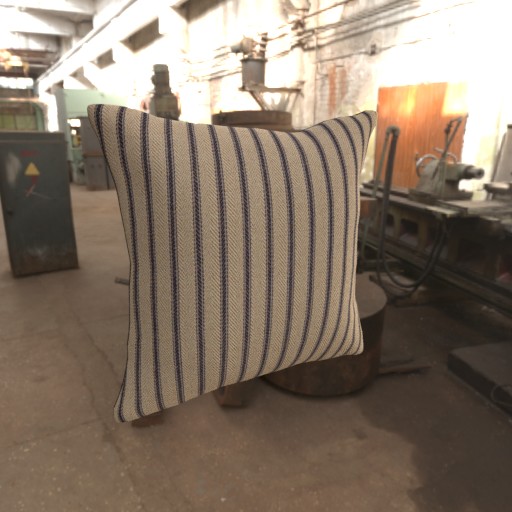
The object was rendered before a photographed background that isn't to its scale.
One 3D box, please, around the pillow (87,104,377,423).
[{"bbox_3d":[0.000,0.000,0.692,0.468,0.444,0.138,-8,17,-28],"label":"pillow"}]
